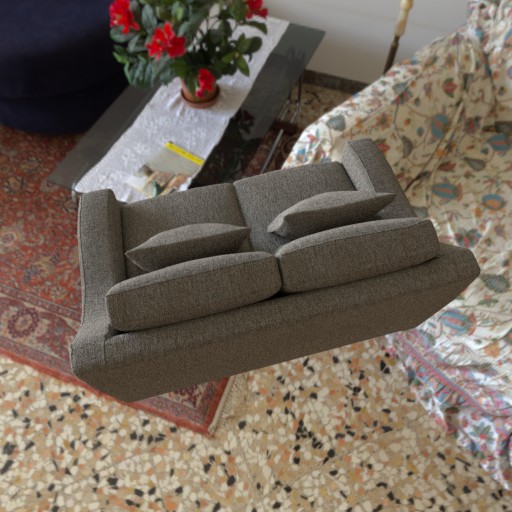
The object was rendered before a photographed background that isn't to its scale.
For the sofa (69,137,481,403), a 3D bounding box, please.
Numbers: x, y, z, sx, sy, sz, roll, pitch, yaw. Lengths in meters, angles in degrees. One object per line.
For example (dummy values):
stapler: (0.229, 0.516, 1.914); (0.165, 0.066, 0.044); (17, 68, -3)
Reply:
sofa: (0.000, 0.000, 2.360); (1.778, 0.991, 1.120); (-13, 59, -8)
